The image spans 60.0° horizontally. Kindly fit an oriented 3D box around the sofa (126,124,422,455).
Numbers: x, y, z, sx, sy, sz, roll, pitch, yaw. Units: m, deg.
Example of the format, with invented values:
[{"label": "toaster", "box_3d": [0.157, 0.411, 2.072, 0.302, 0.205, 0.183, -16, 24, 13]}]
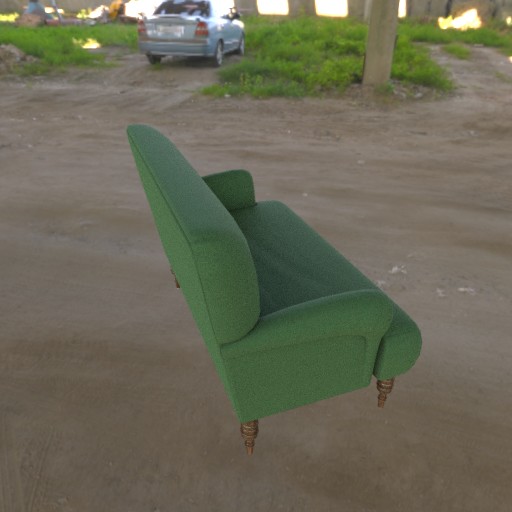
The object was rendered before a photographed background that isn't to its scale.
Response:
[{"label": "sofa", "box_3d": [0.000, 0.000, 1.818, 0.779, 0.889, 1.297, -11, 32, -19]}]
